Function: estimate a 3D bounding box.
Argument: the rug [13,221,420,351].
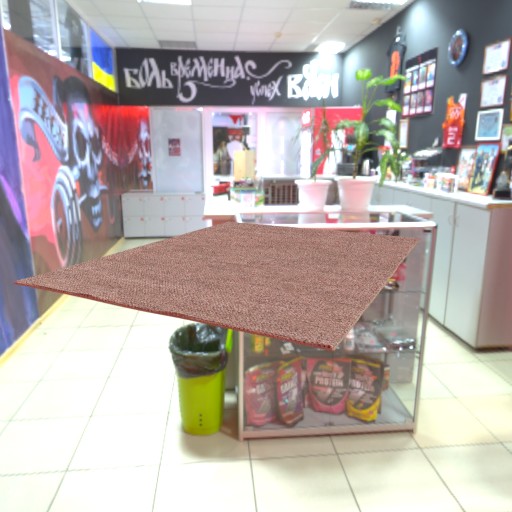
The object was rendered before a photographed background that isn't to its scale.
[{"bbox_3d":[0.000,0.000,4.015,2.429,0.030,3.052,7,15,26],"label":"rug"}]
